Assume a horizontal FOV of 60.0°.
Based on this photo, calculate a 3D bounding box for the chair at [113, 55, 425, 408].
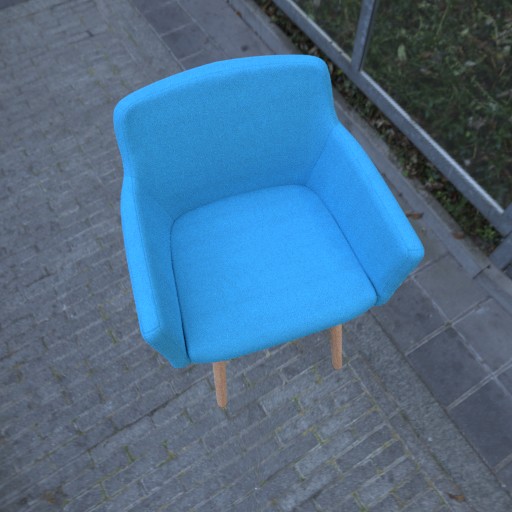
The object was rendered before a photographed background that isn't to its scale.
[{"bbox_3d":[0.000,0.000,1.139,0.570,0.780,0.540,-16,63,-8],"label":"chair"}]
